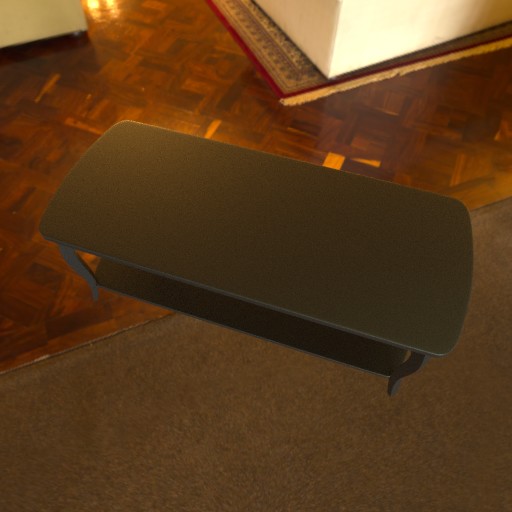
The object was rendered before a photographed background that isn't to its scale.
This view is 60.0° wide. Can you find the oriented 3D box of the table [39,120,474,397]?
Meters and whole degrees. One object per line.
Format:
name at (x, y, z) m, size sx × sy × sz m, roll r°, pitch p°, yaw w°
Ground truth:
table at (0.000, 0.000, 1.594) m, size 1.333 × 0.457 × 0.571 m, roll 16°, pitch 58°, yaw 10°
